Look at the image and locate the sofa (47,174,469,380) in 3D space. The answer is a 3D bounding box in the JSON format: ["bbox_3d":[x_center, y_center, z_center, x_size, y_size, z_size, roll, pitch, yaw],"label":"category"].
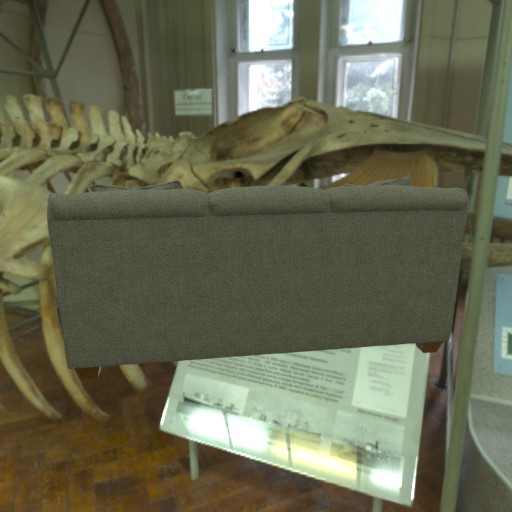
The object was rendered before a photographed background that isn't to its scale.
[{"bbox_3d":[0.000,0.000,2.630,2.024,0.958,0.997,-2,16,-8],"label":"sofa"}]
